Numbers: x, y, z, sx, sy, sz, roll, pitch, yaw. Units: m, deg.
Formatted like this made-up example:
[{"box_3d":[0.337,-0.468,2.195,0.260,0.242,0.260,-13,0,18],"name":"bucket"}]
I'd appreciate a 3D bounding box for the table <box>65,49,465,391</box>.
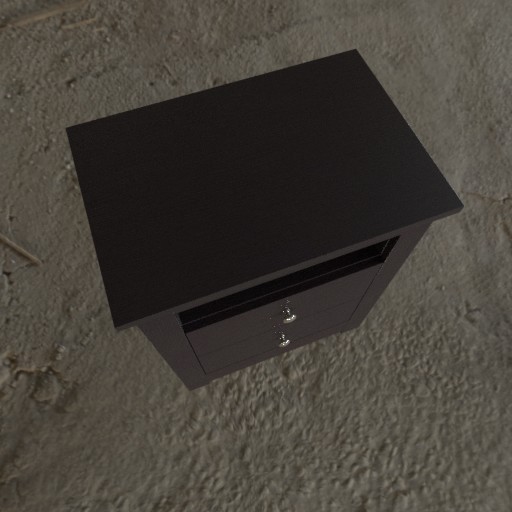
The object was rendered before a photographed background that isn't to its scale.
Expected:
[{"box_3d":[0.000,0.000,1.089,0.589,0.711,0.408,-19,65,-9],"name":"table"}]
